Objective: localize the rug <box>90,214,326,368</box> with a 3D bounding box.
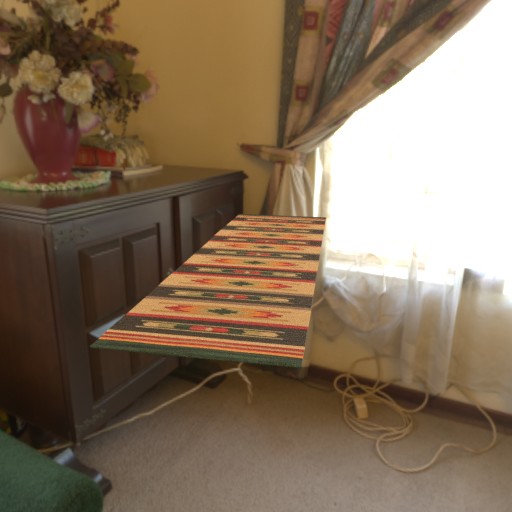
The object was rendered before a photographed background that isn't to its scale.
[{"bbox_3d":[0.000,0.000,2.665,0.760,0.009,2.440,3,17,10],"label":"rug"}]
